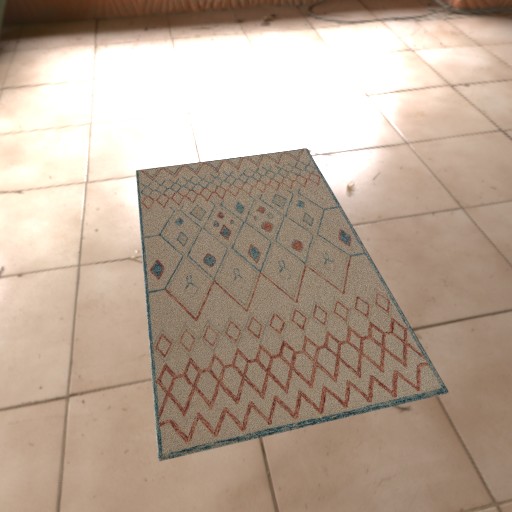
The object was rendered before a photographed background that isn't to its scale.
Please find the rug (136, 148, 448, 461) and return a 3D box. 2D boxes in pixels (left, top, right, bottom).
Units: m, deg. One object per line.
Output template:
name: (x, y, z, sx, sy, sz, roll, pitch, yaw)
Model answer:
rug: (0.000, 0.000, 3.051, 1.524, 0.015, 2.438, -10, 46, -9)
